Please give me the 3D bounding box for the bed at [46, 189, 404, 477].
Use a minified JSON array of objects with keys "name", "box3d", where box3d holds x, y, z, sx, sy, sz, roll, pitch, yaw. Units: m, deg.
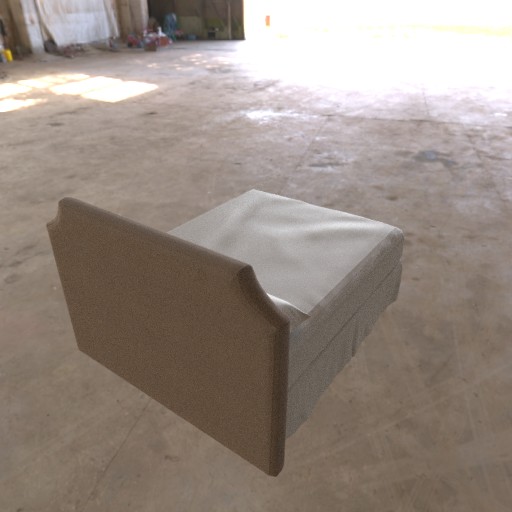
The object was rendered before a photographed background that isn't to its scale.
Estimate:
[{"name":"bed","box3d":[0.000,0.000,3.355,1.828,1.303,2.164,20,36,30]}]
